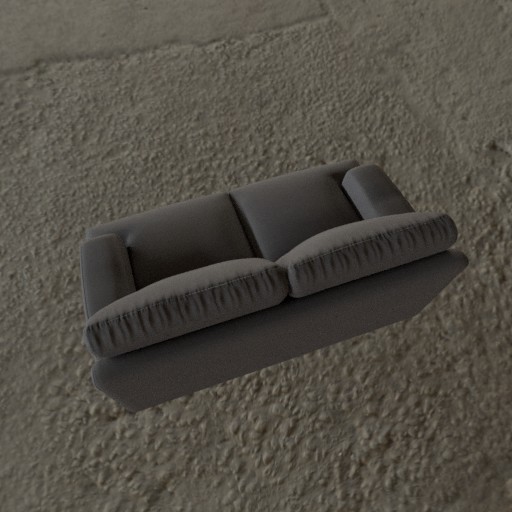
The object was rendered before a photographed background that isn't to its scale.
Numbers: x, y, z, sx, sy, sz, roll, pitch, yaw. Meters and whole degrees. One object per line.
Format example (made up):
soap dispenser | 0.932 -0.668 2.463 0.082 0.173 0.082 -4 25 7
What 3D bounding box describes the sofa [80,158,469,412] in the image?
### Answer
sofa | 0.000 0.000 2.508 1.880 0.940 1.143 -16 59 -10
